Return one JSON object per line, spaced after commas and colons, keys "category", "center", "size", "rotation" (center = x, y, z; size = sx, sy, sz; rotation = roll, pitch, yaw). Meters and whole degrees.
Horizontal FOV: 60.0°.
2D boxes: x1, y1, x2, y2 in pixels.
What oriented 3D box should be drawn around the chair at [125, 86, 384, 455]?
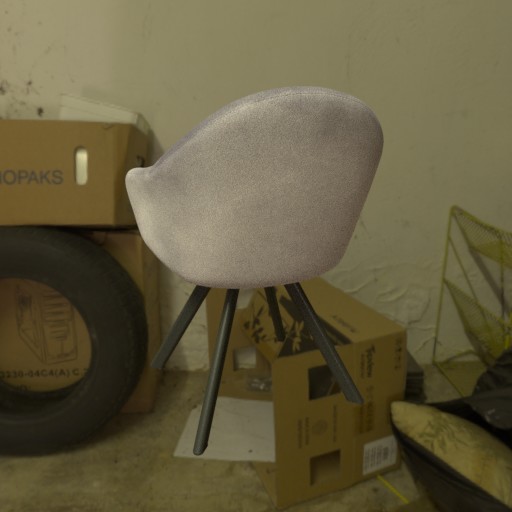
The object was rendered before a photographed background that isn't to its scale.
{"category": "chair", "center": [0.000, 0.000, 1.143], "size": [0.570, 0.780, 0.540], "rotation": [-7, 17, -25]}
